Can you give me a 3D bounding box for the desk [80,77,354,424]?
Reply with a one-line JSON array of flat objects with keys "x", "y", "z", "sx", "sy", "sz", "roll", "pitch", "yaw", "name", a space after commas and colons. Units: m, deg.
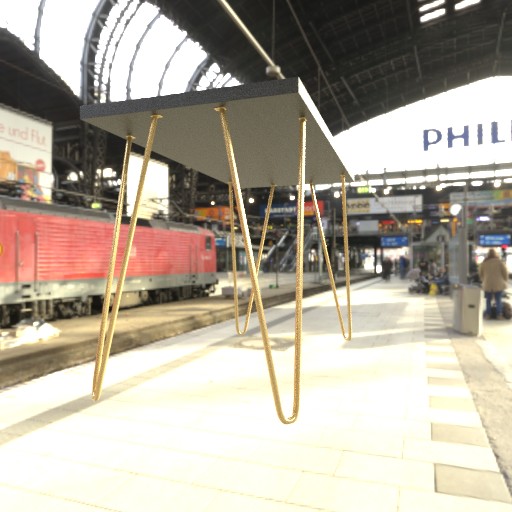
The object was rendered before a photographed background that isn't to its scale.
[{"x": 0.000, "y": 0.000, "z": 1.378, "sx": 0.499, "sy": 0.660, "sz": 0.991, "roll": 0, "pitch": -1, "yaw": 18, "name": "desk"}]
